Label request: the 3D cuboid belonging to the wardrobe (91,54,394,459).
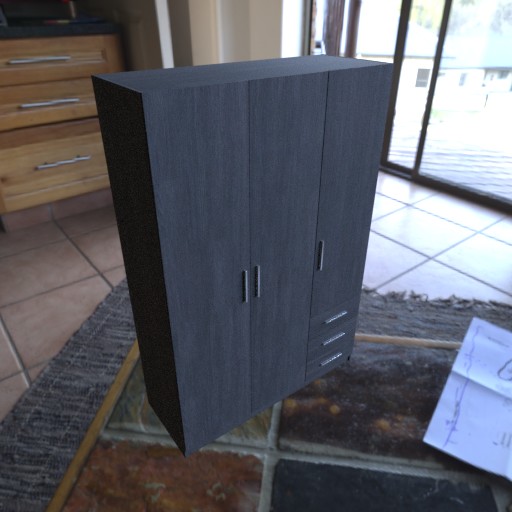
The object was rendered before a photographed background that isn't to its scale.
[{"bbox_3d":[0.000,0.000,2.433,1.290,1.910,0.510,-20,36,-31],"label":"wardrobe"}]
